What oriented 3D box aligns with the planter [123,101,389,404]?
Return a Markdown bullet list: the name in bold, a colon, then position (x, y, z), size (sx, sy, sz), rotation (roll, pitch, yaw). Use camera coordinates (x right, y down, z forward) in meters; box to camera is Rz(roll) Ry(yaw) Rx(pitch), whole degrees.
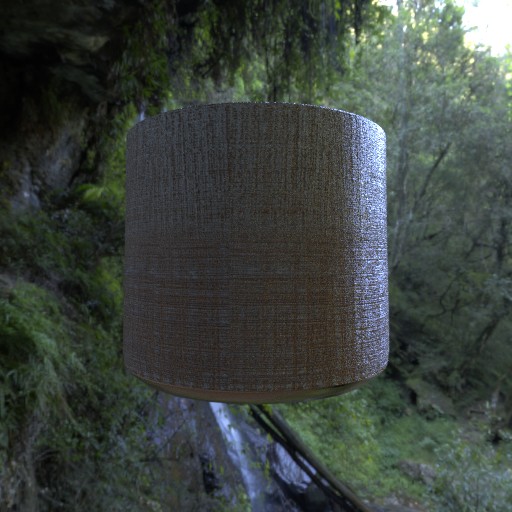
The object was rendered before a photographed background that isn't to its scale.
- **planter**: position (0.000, 0.000, 0.189), size (0.109, 0.096, 0.109), rotation (0, 0, 0)
